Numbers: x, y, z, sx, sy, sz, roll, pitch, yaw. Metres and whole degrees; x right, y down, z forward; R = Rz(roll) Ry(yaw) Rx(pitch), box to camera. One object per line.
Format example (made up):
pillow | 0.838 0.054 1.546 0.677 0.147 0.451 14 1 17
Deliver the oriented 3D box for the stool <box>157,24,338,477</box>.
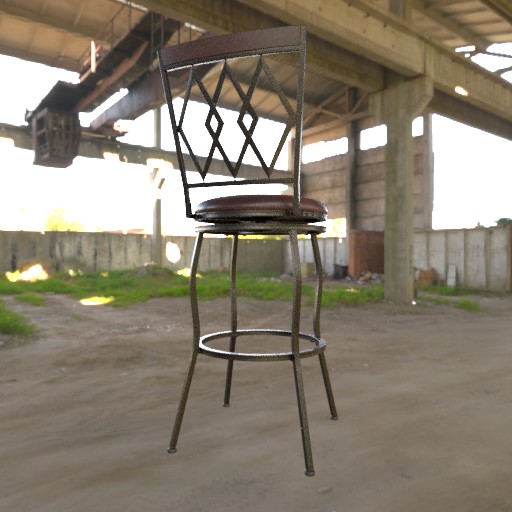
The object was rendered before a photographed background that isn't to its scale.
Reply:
stool | 0.000 0.000 1.365 0.432 1.134 0.521 0 0 19
